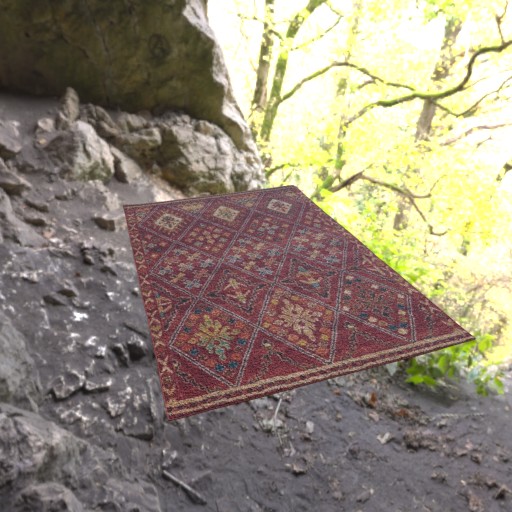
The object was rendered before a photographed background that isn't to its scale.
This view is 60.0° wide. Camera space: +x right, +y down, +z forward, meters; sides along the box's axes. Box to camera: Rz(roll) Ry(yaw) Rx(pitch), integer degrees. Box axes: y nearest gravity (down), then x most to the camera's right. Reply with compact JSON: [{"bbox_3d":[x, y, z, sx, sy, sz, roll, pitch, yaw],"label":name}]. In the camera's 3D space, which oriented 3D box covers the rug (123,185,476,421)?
[{"bbox_3d":[0.000,0.000,2.907,1.521,0.026,2.286,-10,31,-16],"label":"rug"}]
